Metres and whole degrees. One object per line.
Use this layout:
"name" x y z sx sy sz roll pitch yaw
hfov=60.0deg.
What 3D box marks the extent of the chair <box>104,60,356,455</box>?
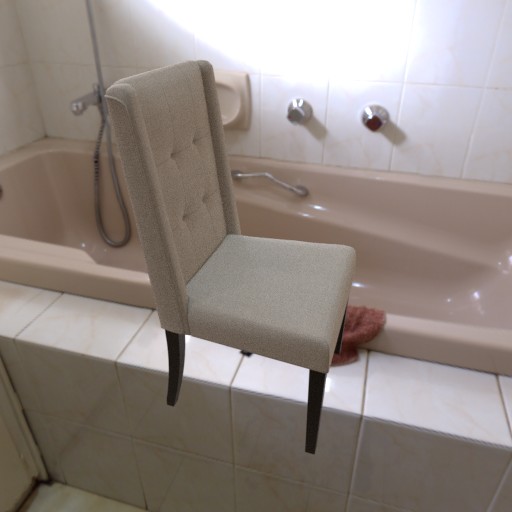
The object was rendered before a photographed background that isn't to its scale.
"chair" 0.000 0.000 1.248 0.523 0.961 0.474 10 32 16
